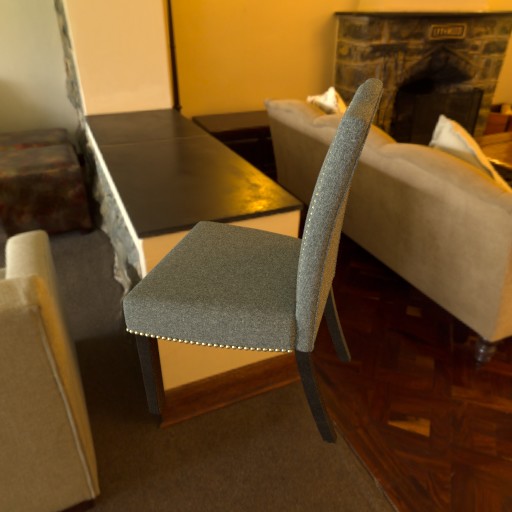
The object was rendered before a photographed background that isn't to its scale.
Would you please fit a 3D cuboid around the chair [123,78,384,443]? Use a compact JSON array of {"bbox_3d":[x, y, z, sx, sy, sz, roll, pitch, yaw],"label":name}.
[{"bbox_3d":[0.000,0.000,1.259,0.589,0.946,0.518,9,31,15],"label":"chair"}]
